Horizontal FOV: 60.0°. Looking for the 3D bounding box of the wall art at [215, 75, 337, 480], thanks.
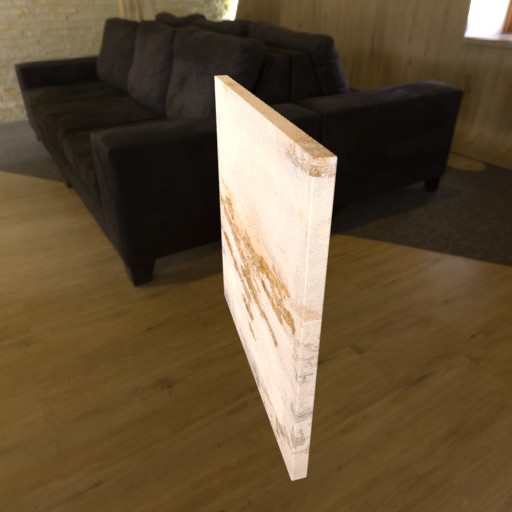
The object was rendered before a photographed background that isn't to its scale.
[{"bbox_3d":[0.000,0.000,1.133,0.038,0.755,0.753,-8,32,-13],"label":"wall art"}]
